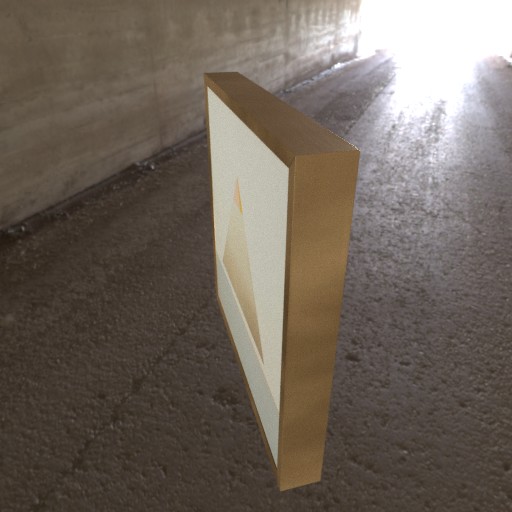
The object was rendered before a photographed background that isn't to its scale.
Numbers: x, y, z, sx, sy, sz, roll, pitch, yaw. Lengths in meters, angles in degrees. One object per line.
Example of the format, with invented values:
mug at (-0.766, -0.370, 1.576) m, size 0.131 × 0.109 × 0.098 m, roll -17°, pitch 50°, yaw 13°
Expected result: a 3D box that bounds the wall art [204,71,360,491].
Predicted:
wall art at (0.000, 0.000, 0.445) m, size 0.038 × 0.303 × 0.305 m, roll -8°, pitch 31°, yaw -13°
